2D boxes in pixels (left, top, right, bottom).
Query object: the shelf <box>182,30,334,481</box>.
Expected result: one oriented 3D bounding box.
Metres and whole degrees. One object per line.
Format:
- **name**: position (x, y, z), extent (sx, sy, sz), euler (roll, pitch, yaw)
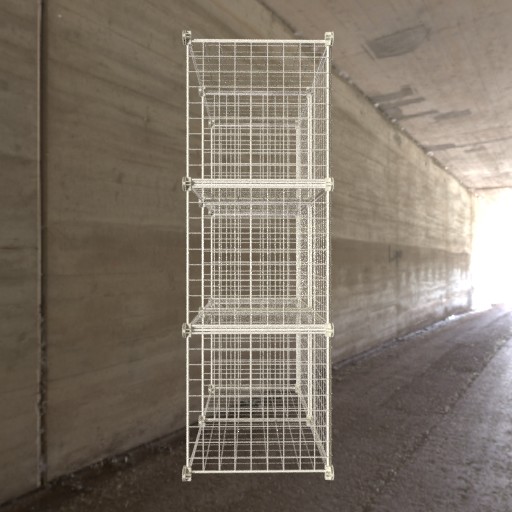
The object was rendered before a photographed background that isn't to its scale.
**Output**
- **shelf**: position (0.000, 0.000, 1.394), extent (0.356, 1.067, 0.711), euler (0, 0, -1)
